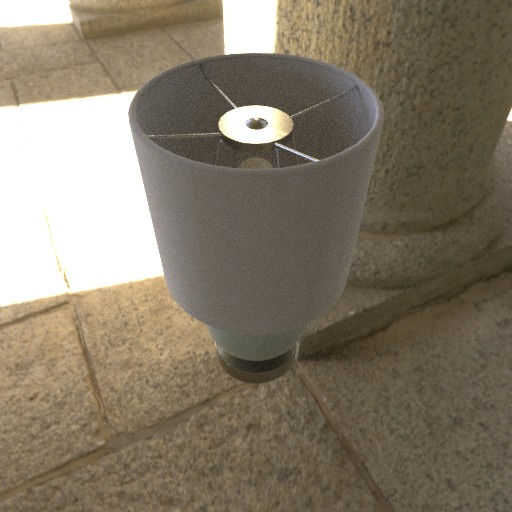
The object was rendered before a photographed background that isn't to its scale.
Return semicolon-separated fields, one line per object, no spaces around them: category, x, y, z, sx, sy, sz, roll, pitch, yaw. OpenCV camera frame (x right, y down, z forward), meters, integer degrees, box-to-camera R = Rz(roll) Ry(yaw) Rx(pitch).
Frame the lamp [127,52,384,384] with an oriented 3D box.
lamp;0.000;0.000;0.478;0.201;0.353;0.201;25;50;23
